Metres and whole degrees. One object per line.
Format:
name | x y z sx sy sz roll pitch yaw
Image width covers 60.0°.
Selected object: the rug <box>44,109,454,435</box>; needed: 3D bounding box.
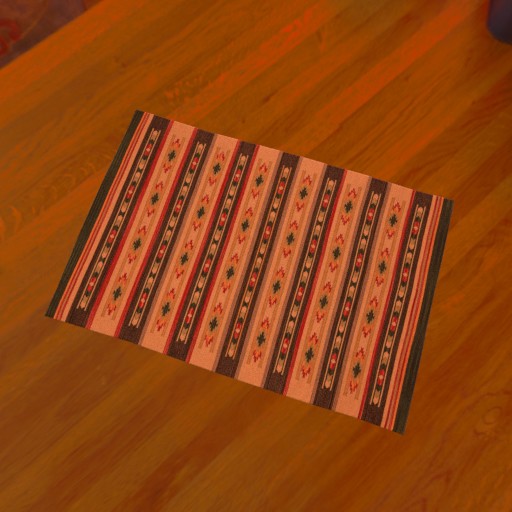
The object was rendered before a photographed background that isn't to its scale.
rug | 0.000 0.000 2.271 1.825 0.009 1.221 17 75 5
